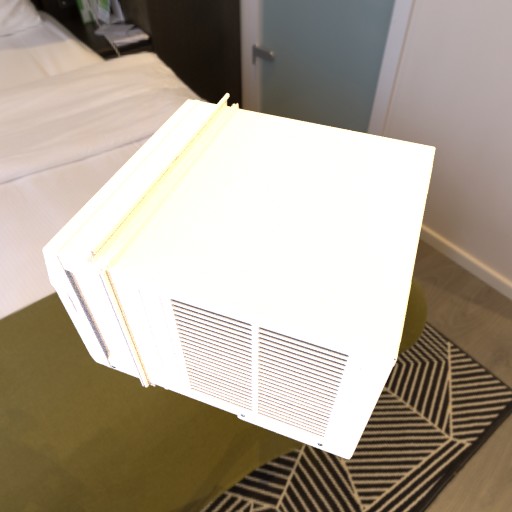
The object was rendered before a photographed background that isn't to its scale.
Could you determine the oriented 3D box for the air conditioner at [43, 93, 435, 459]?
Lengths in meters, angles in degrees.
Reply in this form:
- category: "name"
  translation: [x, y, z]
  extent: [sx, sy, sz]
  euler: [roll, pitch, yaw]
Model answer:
- category: "air conditioner"
  translation: [0.000, 0.000, 0.869]
  extent: [0.546, 0.388, 0.503]
  euler: [16, 49, 14]
